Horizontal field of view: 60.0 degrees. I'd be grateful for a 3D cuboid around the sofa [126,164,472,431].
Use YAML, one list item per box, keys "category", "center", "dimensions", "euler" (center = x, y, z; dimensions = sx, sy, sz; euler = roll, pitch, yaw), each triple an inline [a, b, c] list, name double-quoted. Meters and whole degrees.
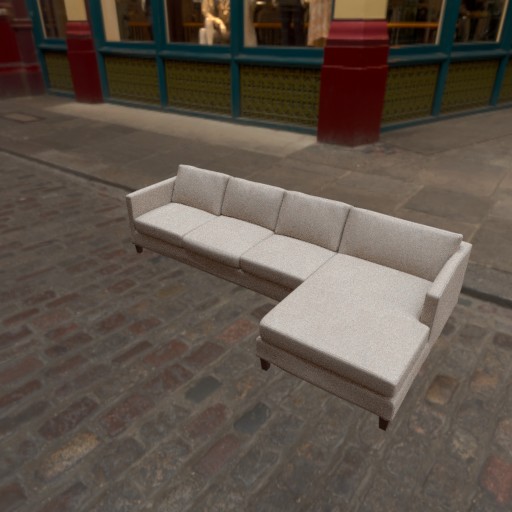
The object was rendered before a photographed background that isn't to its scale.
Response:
- category: "sofa"
  center: [0.000, 0.000, 3.949]
  dimensions: [3.186, 0.846, 1.625]
  euler: [19, 34, 31]
